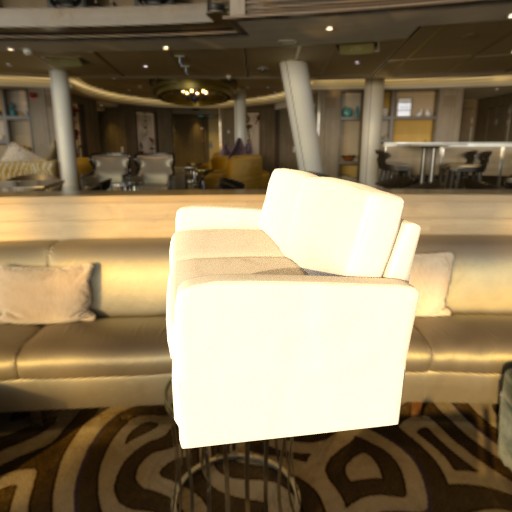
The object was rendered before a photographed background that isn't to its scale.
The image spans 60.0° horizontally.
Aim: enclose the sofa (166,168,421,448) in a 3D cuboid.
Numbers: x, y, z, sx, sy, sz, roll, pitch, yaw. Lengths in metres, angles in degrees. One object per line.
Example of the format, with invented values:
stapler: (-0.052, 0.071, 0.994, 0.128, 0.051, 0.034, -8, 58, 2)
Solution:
sofa: (0.000, 0.000, 2.287, 0.894, 0.831, 1.808, -2, 14, -10)
